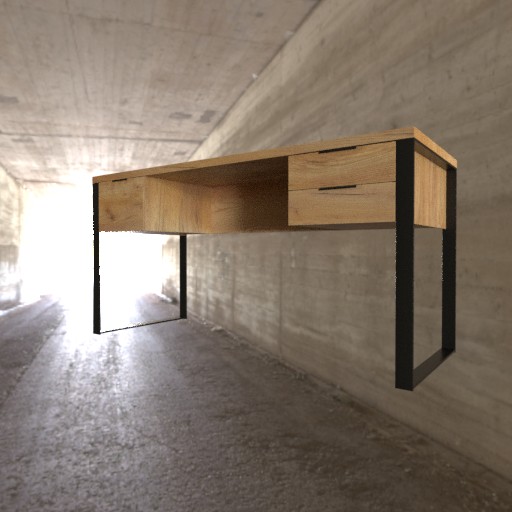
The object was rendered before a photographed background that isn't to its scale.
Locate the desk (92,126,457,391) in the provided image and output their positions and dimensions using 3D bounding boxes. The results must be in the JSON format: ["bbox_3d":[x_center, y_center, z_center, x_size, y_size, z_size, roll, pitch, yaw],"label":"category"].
[{"bbox_3d":[0.000,0.000,1.949,1.520,0.760,0.600,1,1,35],"label":"desk"}]
